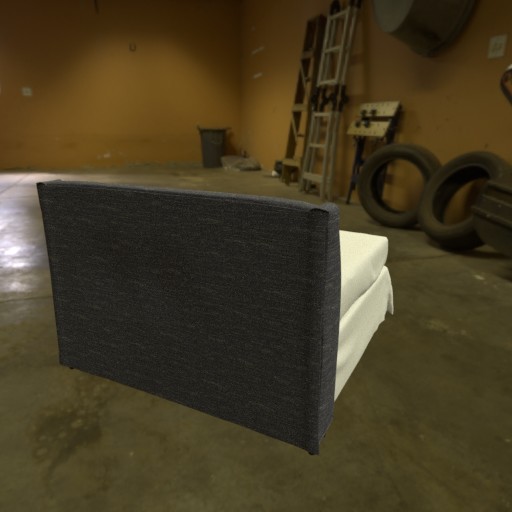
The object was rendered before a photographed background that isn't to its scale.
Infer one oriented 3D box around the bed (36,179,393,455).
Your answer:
[{"bbox_3d":[0.000,0.000,3.446,1.925,1.332,2.276,9,19,26],"label":"bed"}]
